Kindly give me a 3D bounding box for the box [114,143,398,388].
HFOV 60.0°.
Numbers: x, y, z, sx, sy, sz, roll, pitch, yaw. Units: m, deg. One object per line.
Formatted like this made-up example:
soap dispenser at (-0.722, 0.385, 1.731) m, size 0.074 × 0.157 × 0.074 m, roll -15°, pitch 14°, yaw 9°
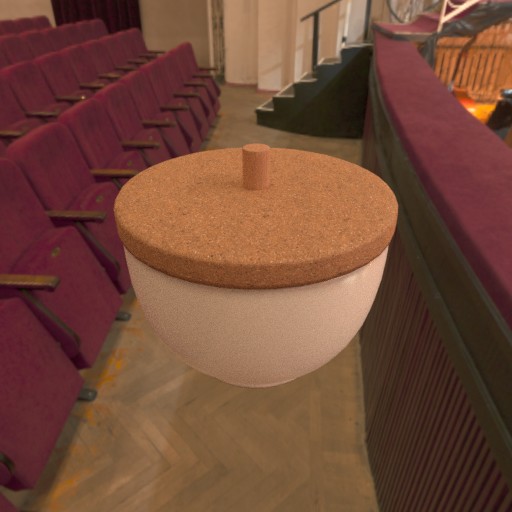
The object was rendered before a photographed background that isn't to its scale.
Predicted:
box at (0.000, 0.000, 0.188) m, size 0.107 × 0.094 × 0.107 m, roll 0°, pitch 31°, yaw 0°
